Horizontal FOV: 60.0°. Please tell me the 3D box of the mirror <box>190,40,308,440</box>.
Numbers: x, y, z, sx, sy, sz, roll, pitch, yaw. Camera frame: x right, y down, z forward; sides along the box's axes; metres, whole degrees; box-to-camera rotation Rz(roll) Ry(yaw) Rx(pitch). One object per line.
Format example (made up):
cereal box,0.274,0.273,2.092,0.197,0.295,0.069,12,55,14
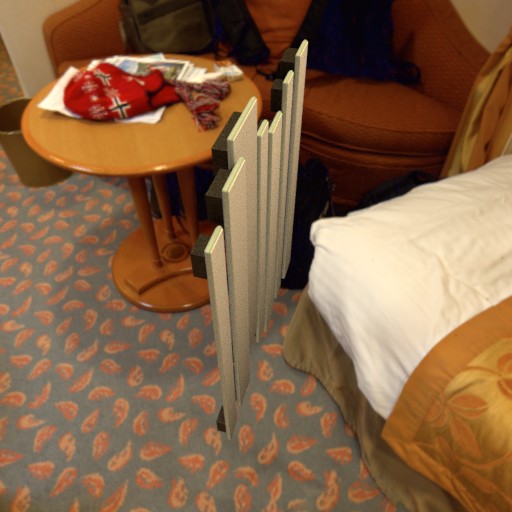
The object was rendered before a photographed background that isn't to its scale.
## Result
mirror,0.000,0.000,0.802,0.058,0.611,0.445,11,48,10
